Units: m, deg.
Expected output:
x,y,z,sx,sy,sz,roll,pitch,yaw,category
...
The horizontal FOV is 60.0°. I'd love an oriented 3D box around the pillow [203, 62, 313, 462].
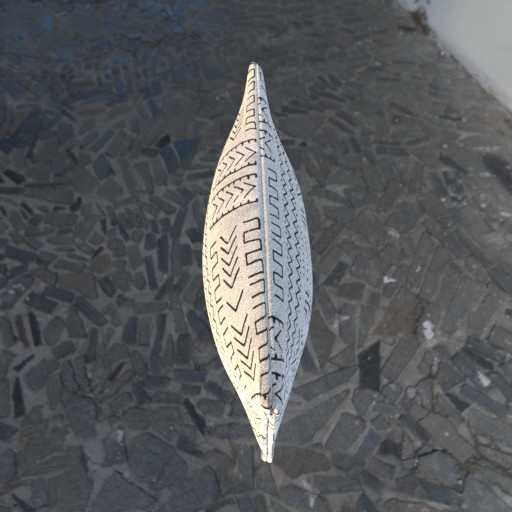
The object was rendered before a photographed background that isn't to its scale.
x,y,z,sx,sy,sz,roll,pitch,yaw,category
0.000,0.000,0.794,0.188,0.352,0.637,-1,58,-1,pillow
